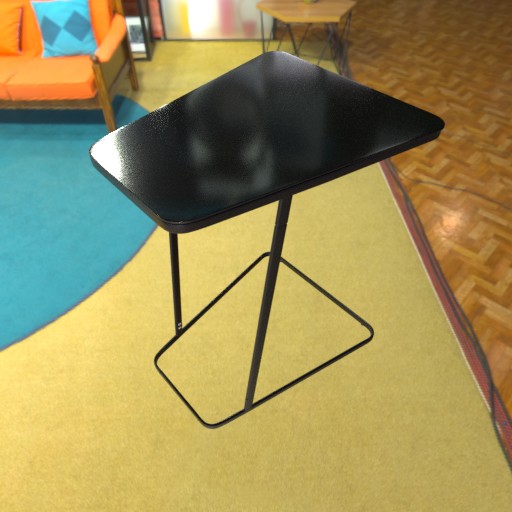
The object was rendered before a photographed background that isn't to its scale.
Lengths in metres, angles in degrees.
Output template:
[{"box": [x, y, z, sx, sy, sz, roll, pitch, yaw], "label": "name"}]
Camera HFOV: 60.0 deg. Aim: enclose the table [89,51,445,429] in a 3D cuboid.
[{"box": [0.000, 0.000, 0.956, 0.500, 0.624, 0.427, -32, 54, -28], "label": "table"}]
